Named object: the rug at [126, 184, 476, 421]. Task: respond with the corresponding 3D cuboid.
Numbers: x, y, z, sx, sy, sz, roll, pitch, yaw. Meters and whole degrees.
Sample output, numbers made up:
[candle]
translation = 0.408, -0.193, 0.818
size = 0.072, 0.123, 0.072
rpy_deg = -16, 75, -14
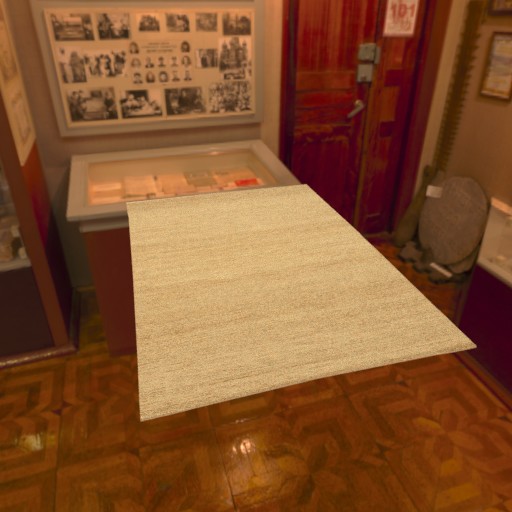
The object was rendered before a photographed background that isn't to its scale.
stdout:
[rug]
translation = 0.000, 0.000, 2.902
size = 1.596, 0.030, 2.283
rpy_deg = -8, 31, -13
